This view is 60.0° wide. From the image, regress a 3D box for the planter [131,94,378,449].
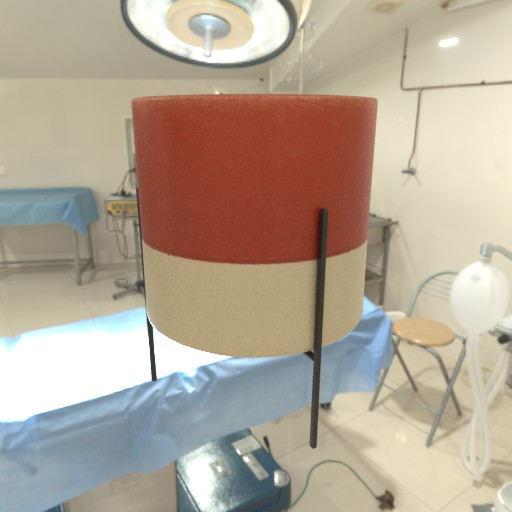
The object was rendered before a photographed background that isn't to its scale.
[{"bbox_3d":[0.000,0.000,0.698,0.345,0.465,0.354,-9,19,-26],"label":"planter"}]
